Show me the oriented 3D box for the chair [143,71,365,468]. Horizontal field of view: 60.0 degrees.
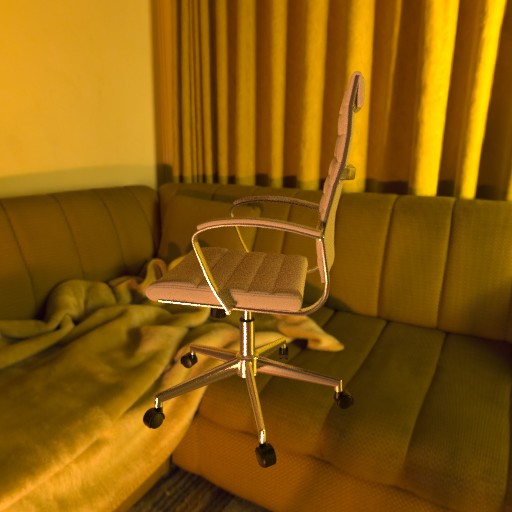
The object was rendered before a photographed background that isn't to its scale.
[{"bbox_3d":[0.000,0.000,1.574,0.739,1.149,0.766,2,15,8],"label":"chair"}]
